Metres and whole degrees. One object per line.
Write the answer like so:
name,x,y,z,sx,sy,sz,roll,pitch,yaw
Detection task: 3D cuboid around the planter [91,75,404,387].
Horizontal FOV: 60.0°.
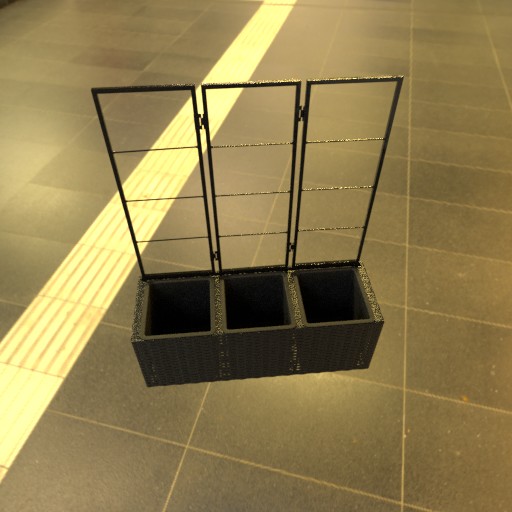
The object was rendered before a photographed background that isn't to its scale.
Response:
planter,0.000,0.000,1.167,0.698,0.841,0.244,-4,45,-4
